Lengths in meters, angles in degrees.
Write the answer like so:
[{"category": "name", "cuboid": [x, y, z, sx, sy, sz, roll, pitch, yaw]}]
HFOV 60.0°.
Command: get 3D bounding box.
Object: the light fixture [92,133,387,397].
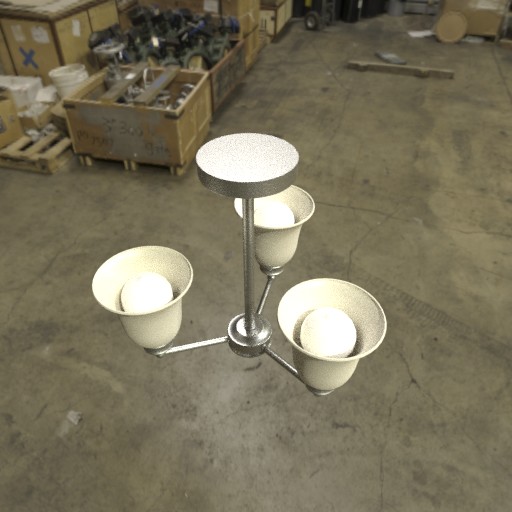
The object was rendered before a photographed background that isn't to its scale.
[{"category": "light fixture", "cuboid": [0.000, 0.000, 0.667, 0.388, 0.370, 0.354, 10, 41, 12]}]
